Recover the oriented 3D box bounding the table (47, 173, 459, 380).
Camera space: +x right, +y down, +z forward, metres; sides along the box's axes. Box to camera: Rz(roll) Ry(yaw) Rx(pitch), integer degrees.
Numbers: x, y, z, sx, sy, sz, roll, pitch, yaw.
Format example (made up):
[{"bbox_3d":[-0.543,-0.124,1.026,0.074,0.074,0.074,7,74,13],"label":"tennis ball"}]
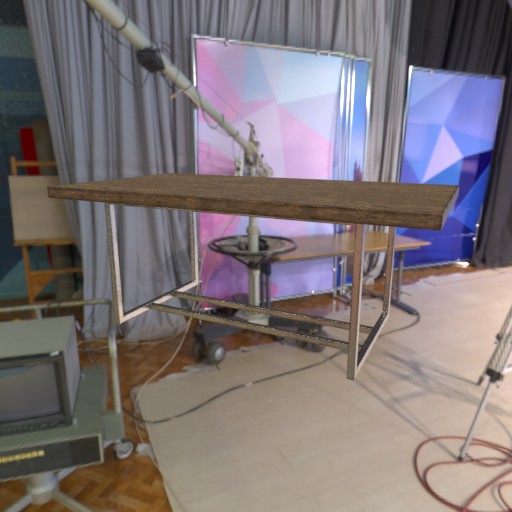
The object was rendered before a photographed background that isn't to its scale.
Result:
[{"bbox_3d":[0.000,0.000,2.530,1.989,0.795,1.078,7,17,26],"label":"table"}]
